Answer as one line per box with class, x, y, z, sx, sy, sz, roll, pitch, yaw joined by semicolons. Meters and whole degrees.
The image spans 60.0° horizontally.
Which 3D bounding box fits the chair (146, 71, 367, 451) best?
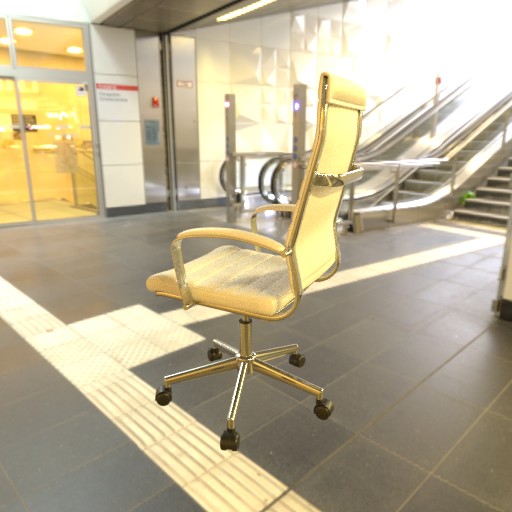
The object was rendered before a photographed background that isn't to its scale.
chair;0.000;0.000;1.589;0.679;1.149;0.679;7;17;25
